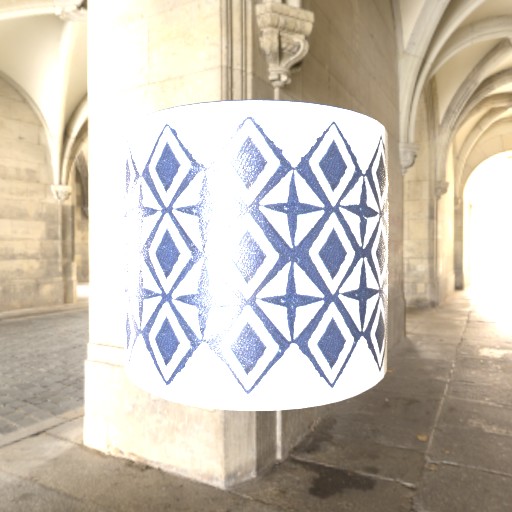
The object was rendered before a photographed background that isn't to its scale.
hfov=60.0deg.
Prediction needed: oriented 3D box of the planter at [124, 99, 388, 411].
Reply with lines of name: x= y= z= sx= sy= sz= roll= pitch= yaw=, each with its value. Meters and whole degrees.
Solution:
planter: x=0.000 y=0.000 z=0.279 sx=0.159 sy=0.144 sz=0.159 roll=0 pitch=1 yaw=0
